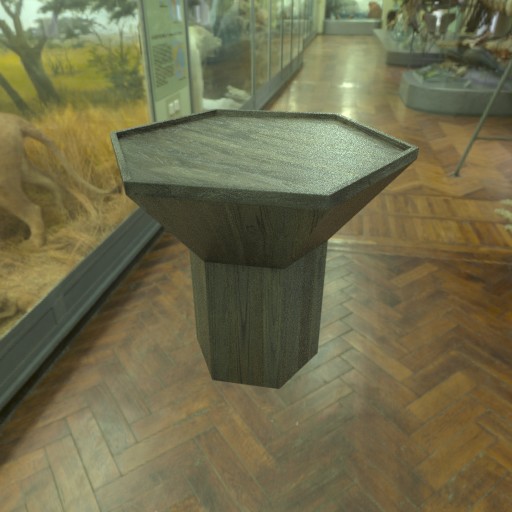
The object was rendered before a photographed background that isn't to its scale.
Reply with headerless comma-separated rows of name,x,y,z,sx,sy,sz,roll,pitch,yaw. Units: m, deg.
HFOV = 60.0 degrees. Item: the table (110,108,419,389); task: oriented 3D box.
table,0.000,0.000,1.112,0.592,0.586,0.683,-10,31,-17
